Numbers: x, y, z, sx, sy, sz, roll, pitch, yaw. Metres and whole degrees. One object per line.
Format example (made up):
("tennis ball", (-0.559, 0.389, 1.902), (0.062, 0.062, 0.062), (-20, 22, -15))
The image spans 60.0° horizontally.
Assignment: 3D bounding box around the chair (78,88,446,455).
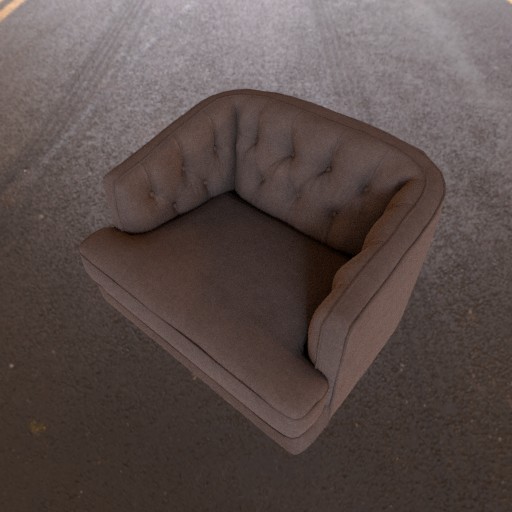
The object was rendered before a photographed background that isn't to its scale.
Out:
("chair", (0.000, 0.000, 1.729), (1.104, 0.852, 0.941), (31, 53, 27))
